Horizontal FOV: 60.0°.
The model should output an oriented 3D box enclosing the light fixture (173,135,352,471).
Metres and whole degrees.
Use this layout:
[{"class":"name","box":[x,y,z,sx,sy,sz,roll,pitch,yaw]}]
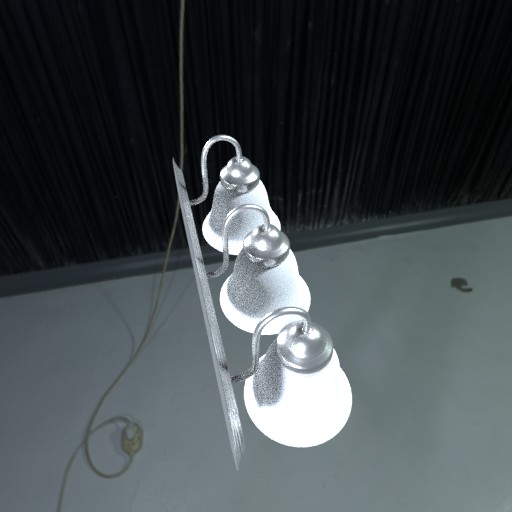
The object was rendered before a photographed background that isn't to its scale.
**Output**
[{"class":"light fixture","box":[0.000,0.000,0.723,0.199,0.222,0.610,-10,47,-10]}]
